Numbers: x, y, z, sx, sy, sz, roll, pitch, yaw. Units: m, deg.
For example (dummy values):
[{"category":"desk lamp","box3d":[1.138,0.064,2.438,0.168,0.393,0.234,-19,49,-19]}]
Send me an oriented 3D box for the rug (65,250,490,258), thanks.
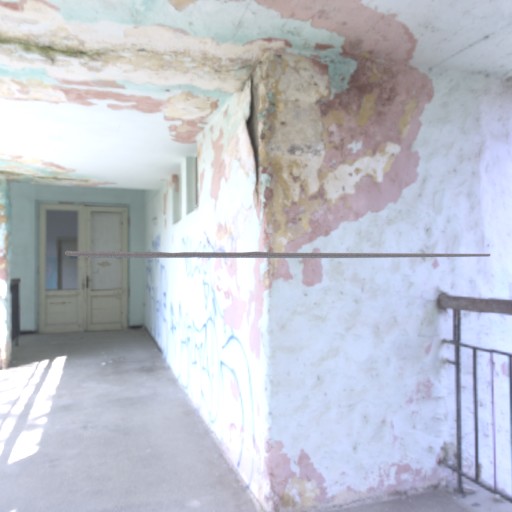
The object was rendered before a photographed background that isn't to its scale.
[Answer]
[{"category":"rug","box3d":[0.000,0.000,4.090,3.007,0.032,2.434,0,-1,-17]}]
